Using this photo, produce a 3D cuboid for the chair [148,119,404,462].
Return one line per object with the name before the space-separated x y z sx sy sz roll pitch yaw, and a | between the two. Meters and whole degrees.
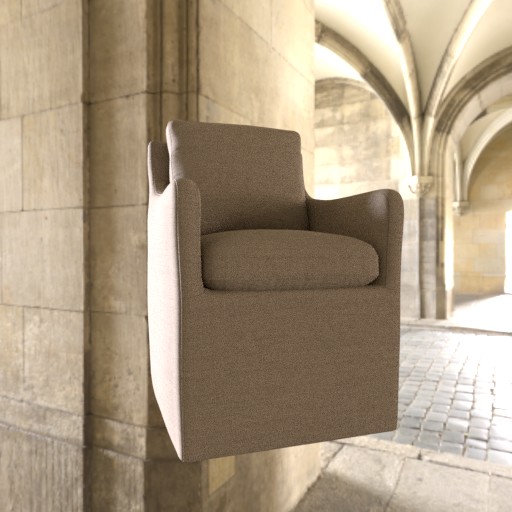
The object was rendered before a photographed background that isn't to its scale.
chair | 0.000 0.000 1.367 0.626 0.914 0.694 0 1 -19
